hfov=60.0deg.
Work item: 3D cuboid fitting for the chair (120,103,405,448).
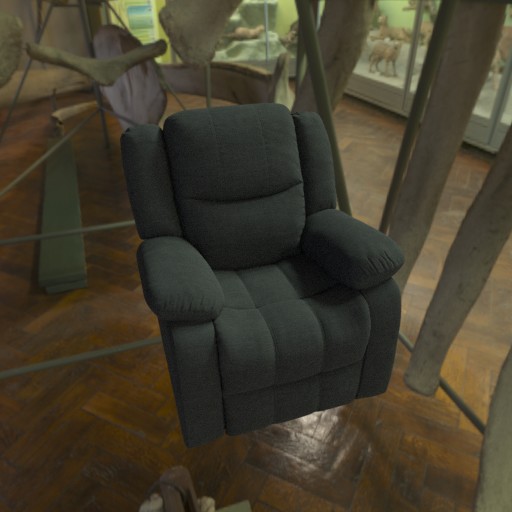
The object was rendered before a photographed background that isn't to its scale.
[{"bbox_3d":[0.000,0.000,1.744,0.899,1.008,0.944,-10,34,-15],"label":"chair"}]
